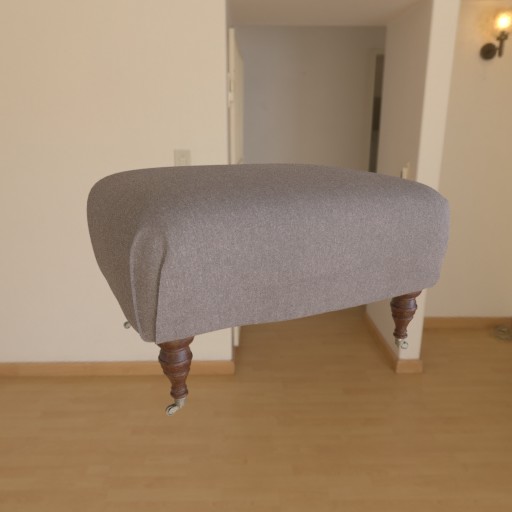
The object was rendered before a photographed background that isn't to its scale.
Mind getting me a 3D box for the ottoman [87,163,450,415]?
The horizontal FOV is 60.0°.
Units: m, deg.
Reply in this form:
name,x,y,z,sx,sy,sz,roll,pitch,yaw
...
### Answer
name,x,y,z,sx,sy,sz,roll,pitch,yaw
ottoman,0.000,0.000,1.121,0.747,0.450,0.622,-8,18,-25
